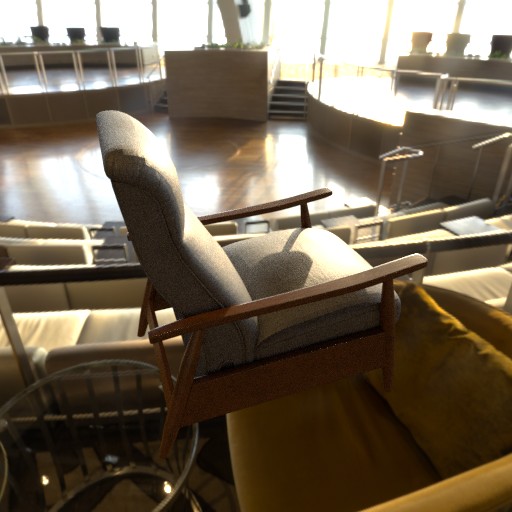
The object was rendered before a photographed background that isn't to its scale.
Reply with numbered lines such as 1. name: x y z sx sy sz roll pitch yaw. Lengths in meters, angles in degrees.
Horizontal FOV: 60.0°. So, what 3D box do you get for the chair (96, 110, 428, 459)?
1. chair: 0.000 0.000 1.744 1.014 1.081 0.762 -10 31 -17
